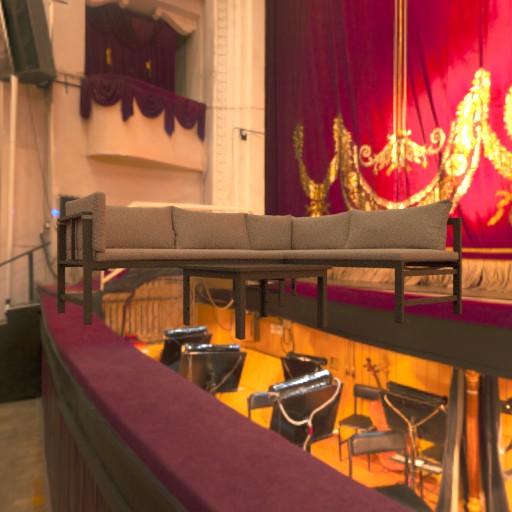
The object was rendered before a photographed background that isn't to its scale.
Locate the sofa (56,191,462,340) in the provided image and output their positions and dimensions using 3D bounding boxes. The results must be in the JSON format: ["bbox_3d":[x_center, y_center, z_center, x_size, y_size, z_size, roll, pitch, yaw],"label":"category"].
[{"bbox_3d":[0.000,0.000,2.911,2.096,0.758,1.658,0,0,-37],"label":"sofa"}]
